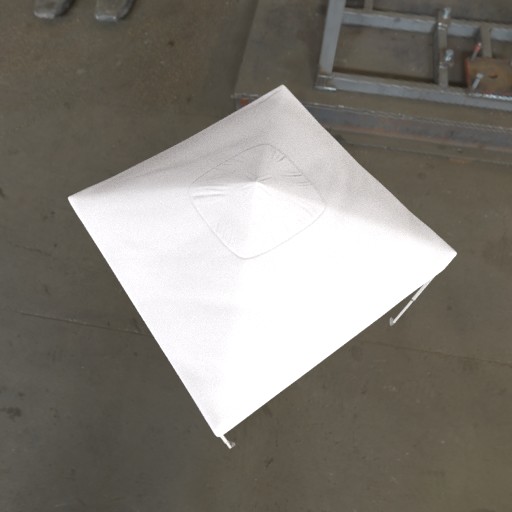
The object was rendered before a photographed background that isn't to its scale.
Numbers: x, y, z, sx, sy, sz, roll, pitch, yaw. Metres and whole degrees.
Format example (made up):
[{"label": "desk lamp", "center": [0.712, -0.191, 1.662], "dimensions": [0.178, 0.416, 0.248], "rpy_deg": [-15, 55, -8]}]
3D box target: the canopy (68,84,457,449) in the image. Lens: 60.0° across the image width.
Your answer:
[{"label": "canopy", "center": [0.000, 0.000, 5.375], "dimensions": [2.998, 2.997, 2.996], "rpy_deg": [-33, 68, -15]}]
